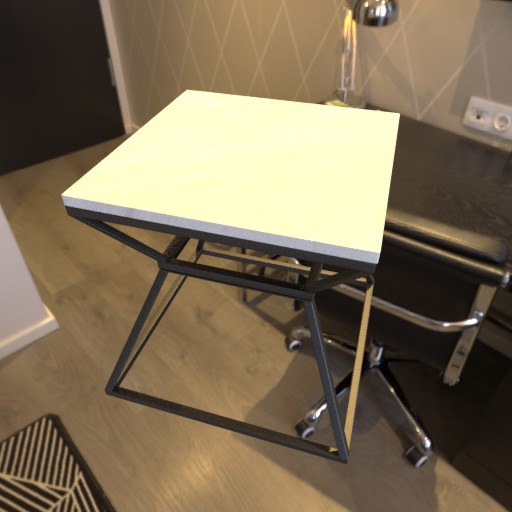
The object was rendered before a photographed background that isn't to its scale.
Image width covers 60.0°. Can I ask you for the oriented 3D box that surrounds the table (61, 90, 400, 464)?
[{"bbox_3d":[0.000,0.000,0.816,0.455,0.431,0.455,11,41,13],"label":"table"}]
